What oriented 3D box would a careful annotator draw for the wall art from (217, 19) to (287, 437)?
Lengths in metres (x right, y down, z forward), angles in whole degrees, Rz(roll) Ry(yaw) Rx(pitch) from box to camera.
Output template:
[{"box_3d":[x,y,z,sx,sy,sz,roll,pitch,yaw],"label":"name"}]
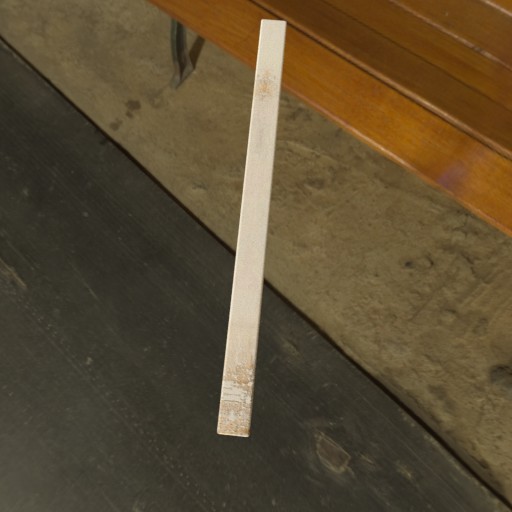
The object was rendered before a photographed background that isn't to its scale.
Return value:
[{"box_3d":[0.000,0.000,0.916,0.040,0.613,0.611,5,76,1],"label":"wall art"}]
